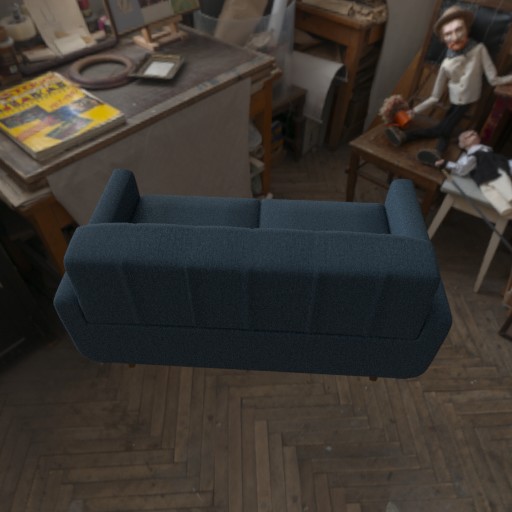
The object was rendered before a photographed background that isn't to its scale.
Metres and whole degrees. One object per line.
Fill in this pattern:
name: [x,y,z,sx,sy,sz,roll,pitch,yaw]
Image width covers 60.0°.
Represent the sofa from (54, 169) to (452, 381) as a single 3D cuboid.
sofa: [0.000,0.000,2.223,1.651,0.896,0.942,3,47,2]
